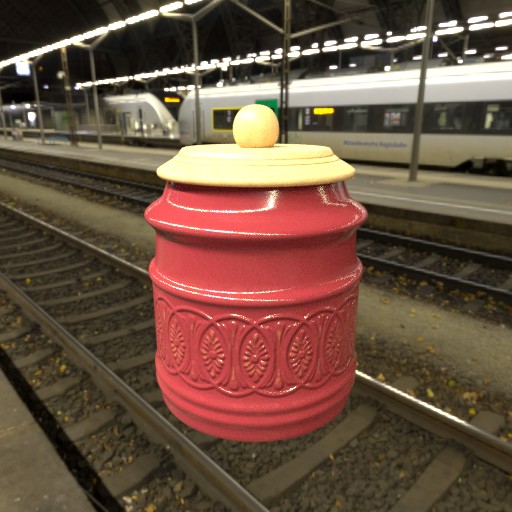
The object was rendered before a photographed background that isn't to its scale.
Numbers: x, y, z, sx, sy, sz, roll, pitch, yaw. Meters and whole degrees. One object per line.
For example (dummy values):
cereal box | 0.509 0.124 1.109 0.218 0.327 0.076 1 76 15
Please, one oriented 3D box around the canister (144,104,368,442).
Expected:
canister | 0.000 0.000 0.273 0.130 0.176 0.130 0 17 0
